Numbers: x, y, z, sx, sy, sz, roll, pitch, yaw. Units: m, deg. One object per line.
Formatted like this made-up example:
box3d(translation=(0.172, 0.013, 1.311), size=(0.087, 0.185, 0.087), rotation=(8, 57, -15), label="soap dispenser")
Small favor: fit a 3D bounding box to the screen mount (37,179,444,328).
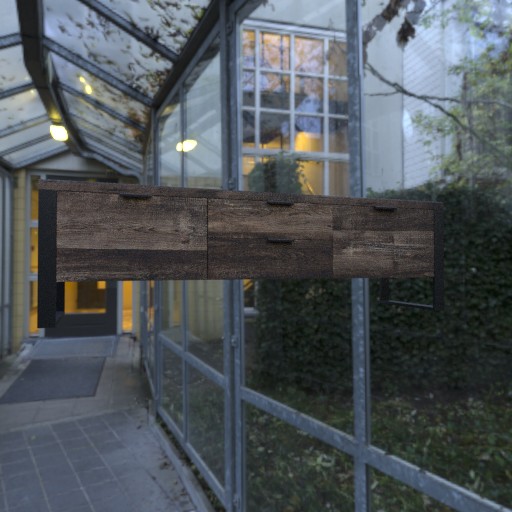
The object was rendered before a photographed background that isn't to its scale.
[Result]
box3d(translation=(0.000, 0.000, 1.763), size=(1.524, 0.450, 0.395), rotation=(0, -1, -19), label="screen mount")
